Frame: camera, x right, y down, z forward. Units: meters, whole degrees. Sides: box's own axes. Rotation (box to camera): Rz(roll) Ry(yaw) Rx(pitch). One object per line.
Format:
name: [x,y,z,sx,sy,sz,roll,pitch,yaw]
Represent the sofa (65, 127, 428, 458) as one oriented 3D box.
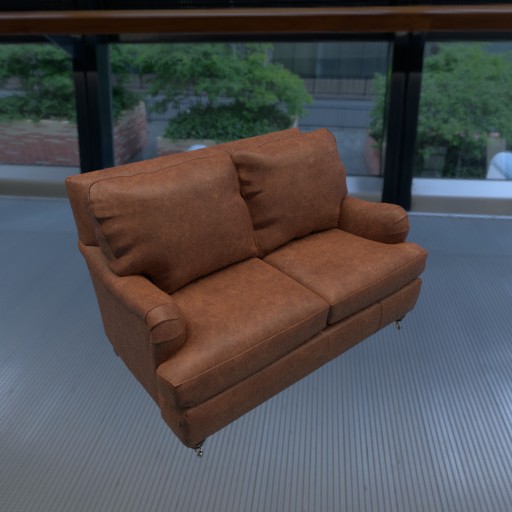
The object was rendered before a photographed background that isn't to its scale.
sofa: [0.000,0.000,2.249,1.527,1.004,1.077,-22,37,-32]
